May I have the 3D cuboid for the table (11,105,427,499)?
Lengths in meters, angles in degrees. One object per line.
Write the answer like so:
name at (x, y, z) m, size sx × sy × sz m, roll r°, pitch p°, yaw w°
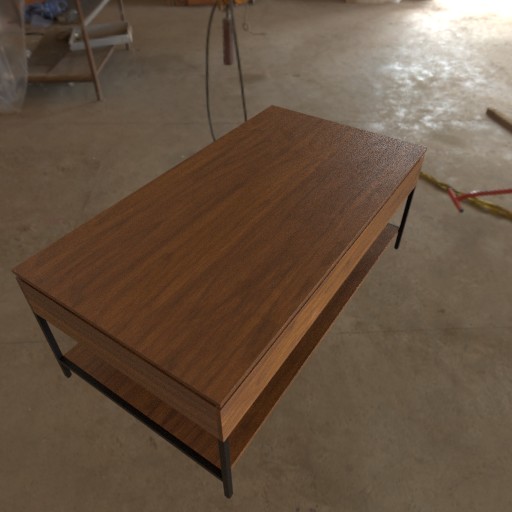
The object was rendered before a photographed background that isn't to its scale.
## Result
table at (0.000, 0.000, 1.310) m, size 0.574 × 0.414 × 1.057 m, roll 24°, pitch 47°, yaw 25°
